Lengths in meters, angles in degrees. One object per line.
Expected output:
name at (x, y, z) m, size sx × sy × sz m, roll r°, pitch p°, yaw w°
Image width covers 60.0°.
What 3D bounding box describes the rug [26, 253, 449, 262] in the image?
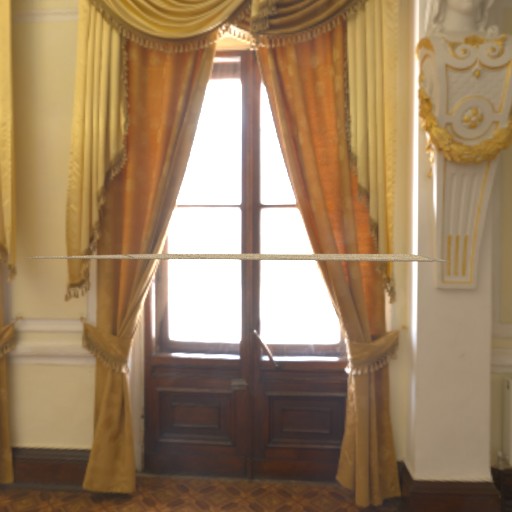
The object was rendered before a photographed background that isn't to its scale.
rug at (0.000, 0.000, 4.131) m, size 3.051 × 0.013 × 2.380 m, roll 0°, pitch 1°, yaw 17°
